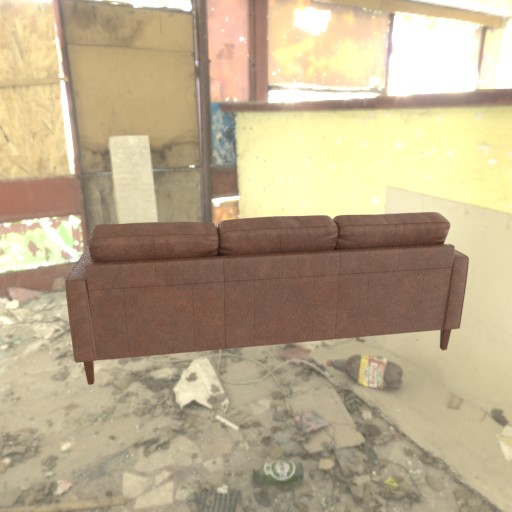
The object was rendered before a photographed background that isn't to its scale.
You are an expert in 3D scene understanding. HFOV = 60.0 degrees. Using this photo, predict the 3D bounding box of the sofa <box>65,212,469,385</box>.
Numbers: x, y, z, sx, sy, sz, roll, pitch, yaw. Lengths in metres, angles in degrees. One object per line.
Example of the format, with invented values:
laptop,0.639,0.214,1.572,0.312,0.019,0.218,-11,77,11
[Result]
sofa,0.000,0.000,3.094,2.185,0.841,1.613,-3,18,-10
